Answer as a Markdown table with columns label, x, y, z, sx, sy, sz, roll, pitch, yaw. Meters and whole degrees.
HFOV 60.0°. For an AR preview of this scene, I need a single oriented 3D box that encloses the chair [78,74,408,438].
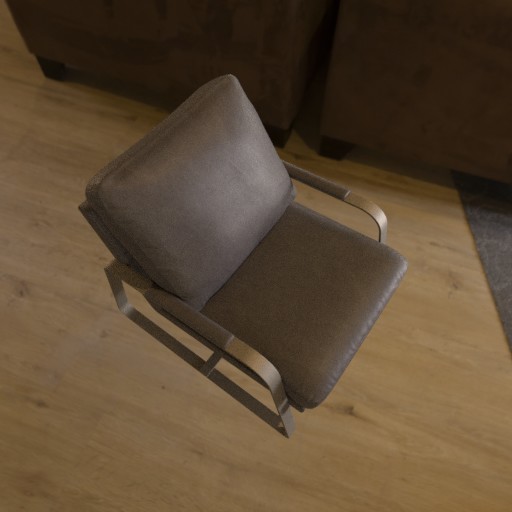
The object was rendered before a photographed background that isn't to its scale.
| label | x | y | z | sx | sy | sz | roll | pitch | yaw |
| --- | --- | --- | --- | --- | --- | --- | --- | --- | --- |
| chair | 0.000 | 0.000 | 1.494 | 0.878 | 0.839 | 0.692 | 32 | 64 | 18 |
